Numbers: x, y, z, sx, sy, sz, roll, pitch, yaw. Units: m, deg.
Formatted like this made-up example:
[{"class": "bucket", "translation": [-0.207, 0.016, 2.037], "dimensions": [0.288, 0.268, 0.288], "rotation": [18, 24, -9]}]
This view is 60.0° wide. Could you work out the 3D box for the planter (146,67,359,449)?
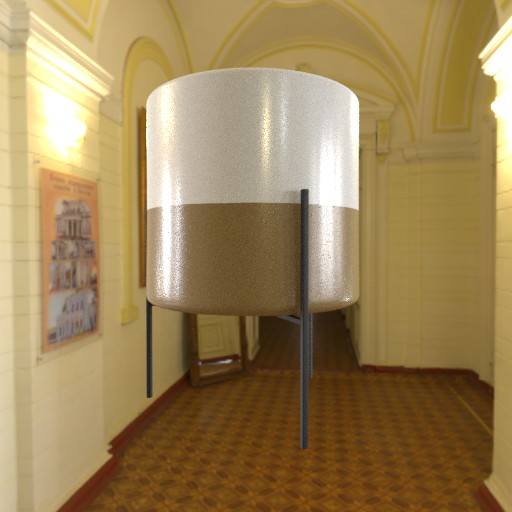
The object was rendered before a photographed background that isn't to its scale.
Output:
[{"class": "planter", "translation": [0.000, 0.000, 0.648], "dimensions": [0.310, 0.432, 0.310], "rotation": [-1, 1, -37]}]
